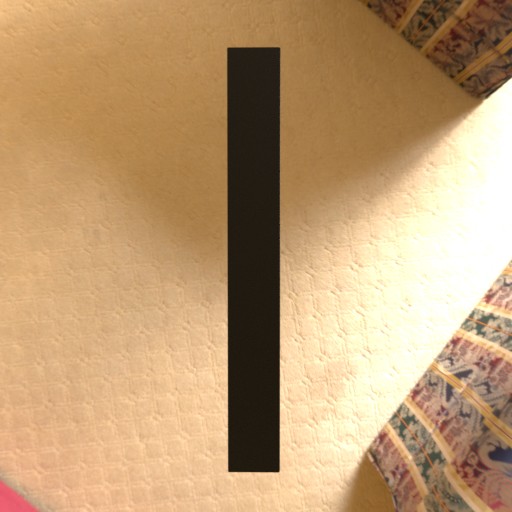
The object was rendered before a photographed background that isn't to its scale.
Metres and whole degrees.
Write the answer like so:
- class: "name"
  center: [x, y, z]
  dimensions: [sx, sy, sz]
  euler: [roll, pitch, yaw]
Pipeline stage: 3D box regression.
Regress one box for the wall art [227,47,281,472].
- class: "wall art"
  center: [0.000, 0.000, 0.461]
  dimensions: [0.037, 0.299, 0.299]
  euler: [0, 92, 1]
